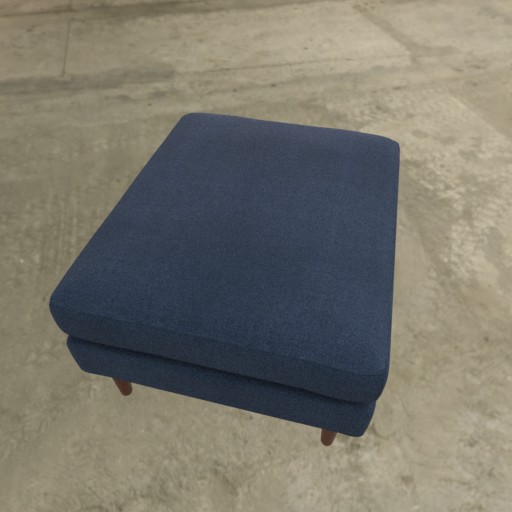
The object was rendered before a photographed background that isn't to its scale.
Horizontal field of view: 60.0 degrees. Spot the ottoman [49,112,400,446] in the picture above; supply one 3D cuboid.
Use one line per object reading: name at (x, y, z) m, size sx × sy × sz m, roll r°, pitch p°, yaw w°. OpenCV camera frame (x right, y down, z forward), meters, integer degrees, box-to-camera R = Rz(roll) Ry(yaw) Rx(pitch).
ottoman at (0.000, 0.000, 1.231) m, size 0.693 × 0.474 × 0.821 m, roll 10°, pitch 47°, yaw 10°
